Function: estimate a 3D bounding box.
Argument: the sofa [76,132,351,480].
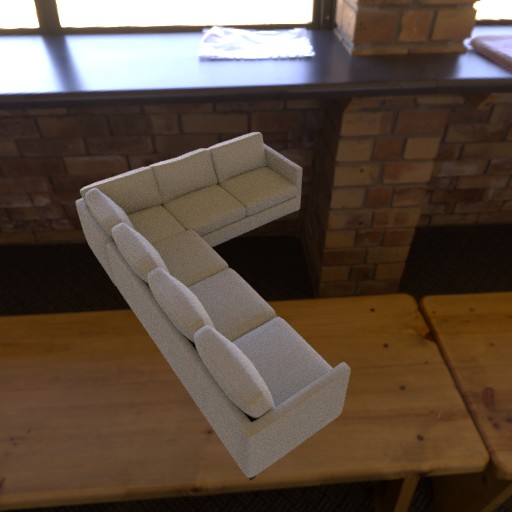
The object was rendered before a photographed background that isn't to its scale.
[{"bbox_3d":[0.000,0.000,4.481,2.522,0.934,3.333,-25,47,-26],"label":"sofa"}]
